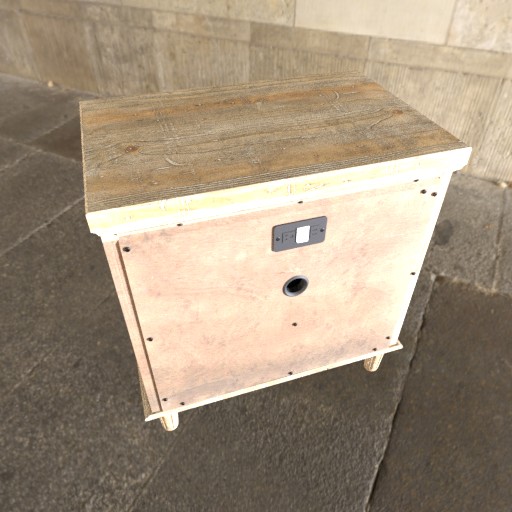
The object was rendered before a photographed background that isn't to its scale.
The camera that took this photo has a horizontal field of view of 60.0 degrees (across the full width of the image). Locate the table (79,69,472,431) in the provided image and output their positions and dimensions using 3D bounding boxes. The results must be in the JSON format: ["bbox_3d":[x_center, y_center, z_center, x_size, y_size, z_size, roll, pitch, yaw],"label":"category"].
[{"bbox_3d":[0.000,0.000,1.121,0.686,0.711,0.457,-12,42,-13],"label":"table"}]
